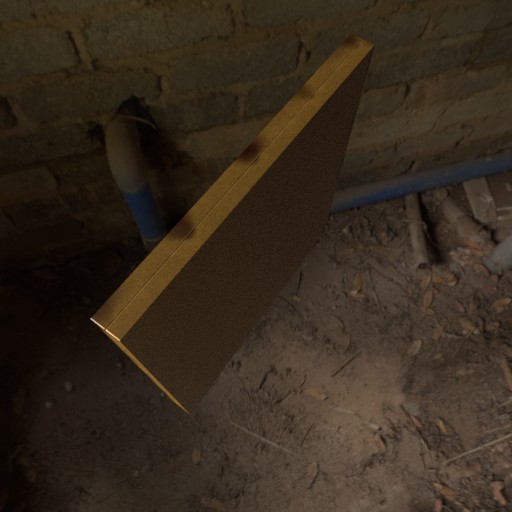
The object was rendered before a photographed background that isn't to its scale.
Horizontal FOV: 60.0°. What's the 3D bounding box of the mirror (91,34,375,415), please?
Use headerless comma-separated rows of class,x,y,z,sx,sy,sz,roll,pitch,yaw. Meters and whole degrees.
mirror,0.000,0.000,0.743,0.042,0.507,0.509,32,67,15
